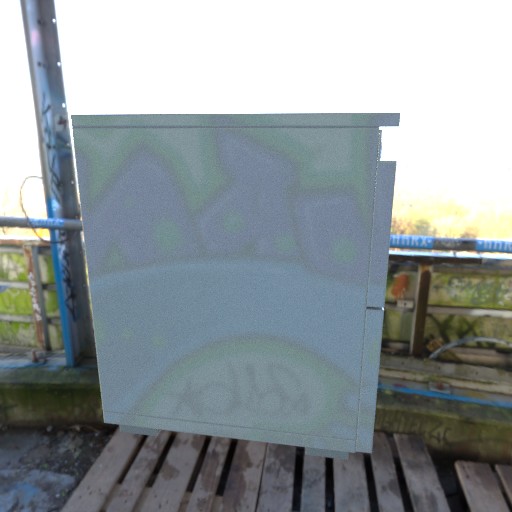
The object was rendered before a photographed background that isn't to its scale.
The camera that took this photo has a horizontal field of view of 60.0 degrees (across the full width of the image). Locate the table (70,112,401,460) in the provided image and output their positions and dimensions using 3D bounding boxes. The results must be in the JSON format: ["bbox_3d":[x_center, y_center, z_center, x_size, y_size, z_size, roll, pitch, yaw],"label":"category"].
[{"bbox_3d":[0.000,0.000,0.786,0.400,0.470,0.420,3,16,10],"label":"table"}]
